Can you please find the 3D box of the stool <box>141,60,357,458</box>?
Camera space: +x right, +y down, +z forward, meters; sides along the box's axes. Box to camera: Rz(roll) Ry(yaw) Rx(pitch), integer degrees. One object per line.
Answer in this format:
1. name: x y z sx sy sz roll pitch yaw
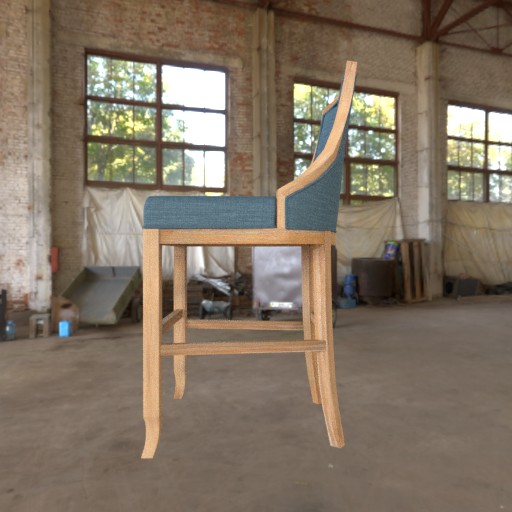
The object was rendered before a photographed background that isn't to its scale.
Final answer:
1. stool: 0.000 0.000 1.461 0.626 1.101 0.524 0 0 0
